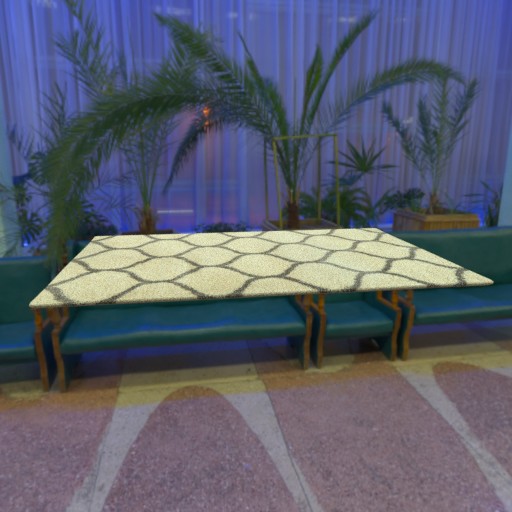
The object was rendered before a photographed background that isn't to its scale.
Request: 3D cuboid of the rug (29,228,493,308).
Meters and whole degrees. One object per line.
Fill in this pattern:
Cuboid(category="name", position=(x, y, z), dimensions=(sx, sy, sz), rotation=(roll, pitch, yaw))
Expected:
Cuboid(category="rug", position=(0.000, 0.000, 3.384), dimensions=(2.701, 0.026, 1.801), rotation=(-2, 14, -8))
